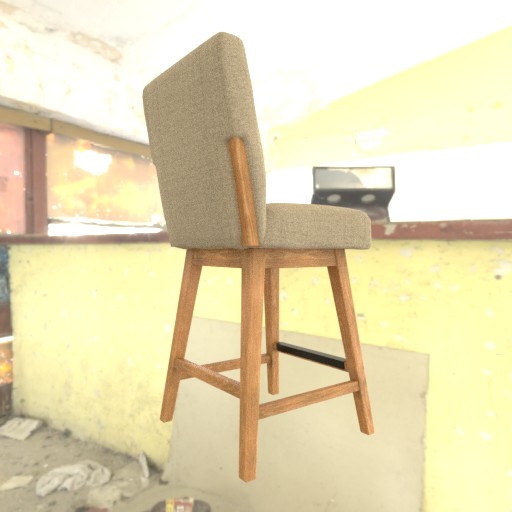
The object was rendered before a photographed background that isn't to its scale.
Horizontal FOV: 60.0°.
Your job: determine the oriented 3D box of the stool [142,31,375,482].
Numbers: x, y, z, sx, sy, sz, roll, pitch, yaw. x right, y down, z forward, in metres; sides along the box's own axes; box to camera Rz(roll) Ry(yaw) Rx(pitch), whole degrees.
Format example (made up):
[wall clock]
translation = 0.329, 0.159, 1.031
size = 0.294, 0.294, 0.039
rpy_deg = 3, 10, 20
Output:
[stool]
translation = 0.000, 0.000, 1.288
size = 0.526, 1.010, 0.459
rpy_deg = -1, 1, -37
